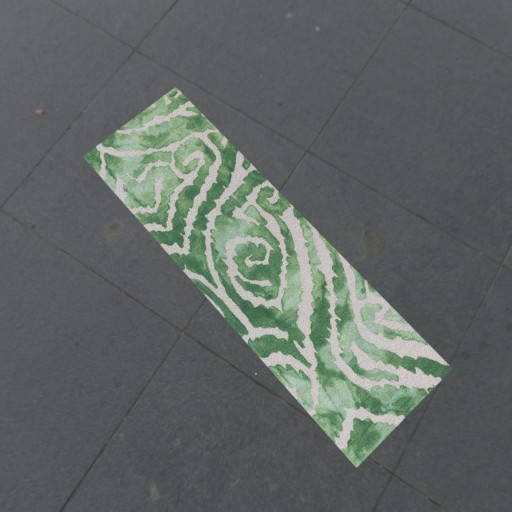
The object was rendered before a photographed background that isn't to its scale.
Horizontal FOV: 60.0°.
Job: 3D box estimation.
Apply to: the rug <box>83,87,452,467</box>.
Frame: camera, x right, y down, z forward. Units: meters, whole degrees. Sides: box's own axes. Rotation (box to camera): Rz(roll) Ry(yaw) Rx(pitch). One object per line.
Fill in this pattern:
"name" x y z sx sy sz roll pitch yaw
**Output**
"rug" 0.000 0.000 2.644 0.761 0.006 2.438 -41 79 -10
